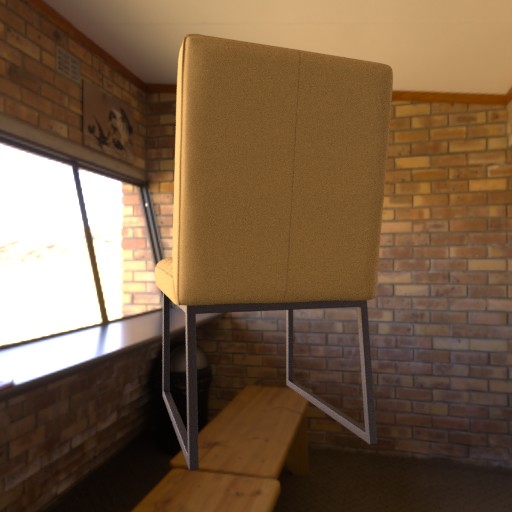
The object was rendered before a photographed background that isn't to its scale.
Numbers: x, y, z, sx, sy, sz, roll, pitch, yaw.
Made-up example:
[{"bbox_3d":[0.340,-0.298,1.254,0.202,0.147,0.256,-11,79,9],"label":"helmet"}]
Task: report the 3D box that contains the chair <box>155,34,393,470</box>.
[{"bbox_3d":[0.000,0.000,1.271,0.520,0.930,0.634,0,-1,-18],"label":"chair"}]
